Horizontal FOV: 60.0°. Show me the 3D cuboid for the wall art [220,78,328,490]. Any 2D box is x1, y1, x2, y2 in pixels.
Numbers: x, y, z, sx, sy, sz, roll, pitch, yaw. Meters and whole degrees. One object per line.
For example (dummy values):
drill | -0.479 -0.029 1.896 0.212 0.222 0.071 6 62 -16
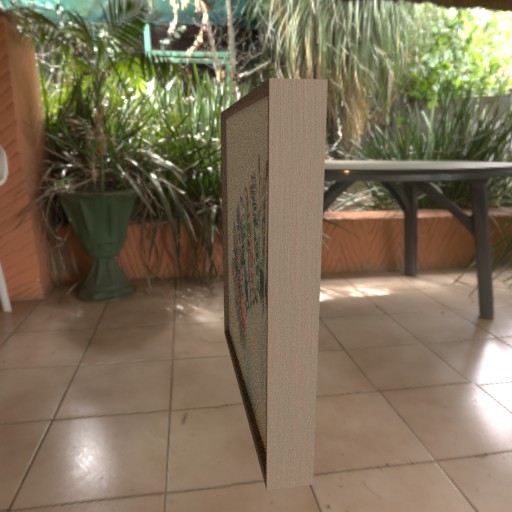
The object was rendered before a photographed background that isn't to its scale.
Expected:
wall art | 0.000 0.000 0.460 0.038 0.303 0.304 -2 14 -10
